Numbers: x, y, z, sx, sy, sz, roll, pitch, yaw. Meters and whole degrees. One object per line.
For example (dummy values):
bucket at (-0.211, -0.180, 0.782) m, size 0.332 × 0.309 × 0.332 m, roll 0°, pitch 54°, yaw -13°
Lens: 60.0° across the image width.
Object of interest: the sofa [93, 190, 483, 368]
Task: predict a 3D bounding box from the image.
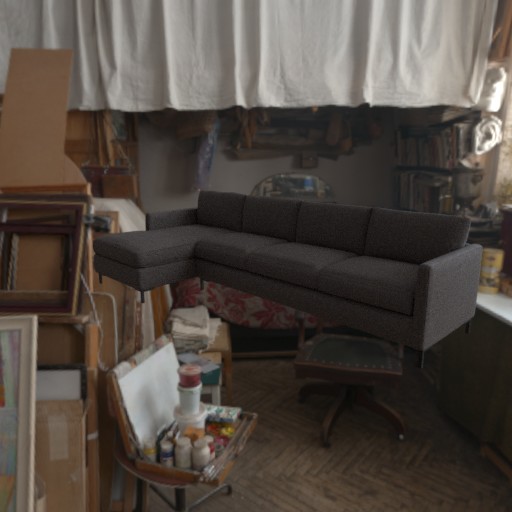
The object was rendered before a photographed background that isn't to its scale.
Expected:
sofa at (0.000, 0.000, 3.232) m, size 1.258 × 0.754 × 2.731 m, roll -13°, pitch 19°, yaw -43°
